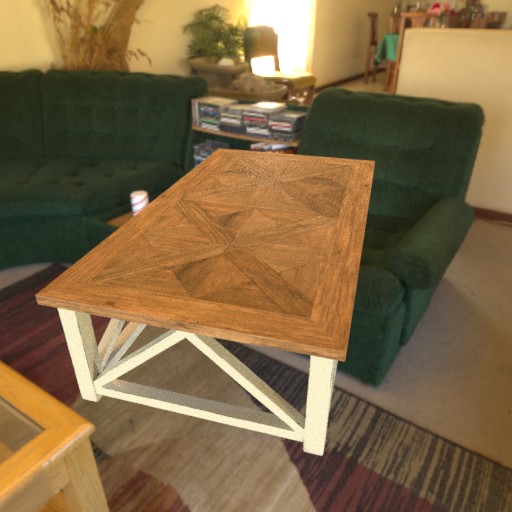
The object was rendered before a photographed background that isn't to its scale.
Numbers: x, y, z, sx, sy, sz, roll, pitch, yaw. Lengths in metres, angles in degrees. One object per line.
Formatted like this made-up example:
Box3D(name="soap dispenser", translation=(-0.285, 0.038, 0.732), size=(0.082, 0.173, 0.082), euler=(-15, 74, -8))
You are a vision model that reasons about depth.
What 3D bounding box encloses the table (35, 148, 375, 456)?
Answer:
Box3D(name="table", translation=(0.000, 0.000, 1.744), size=(0.800, 0.410, 1.400), euler=(8, 31, 14))
